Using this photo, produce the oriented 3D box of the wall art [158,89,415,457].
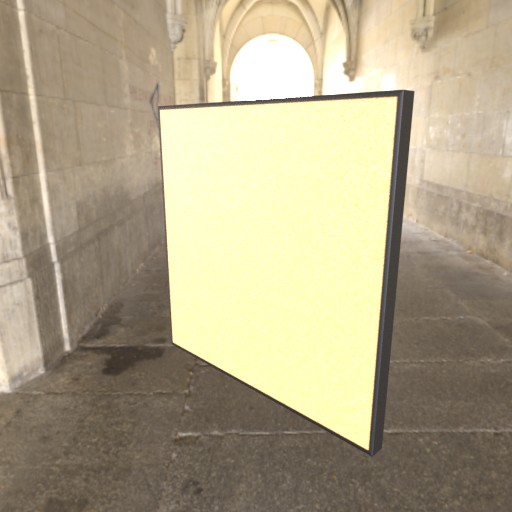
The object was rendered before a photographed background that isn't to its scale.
[{"bbox_3d":[0.000,0.000,1.154,0.769,0.766,0.042,15,22,43],"label":"wall art"}]
